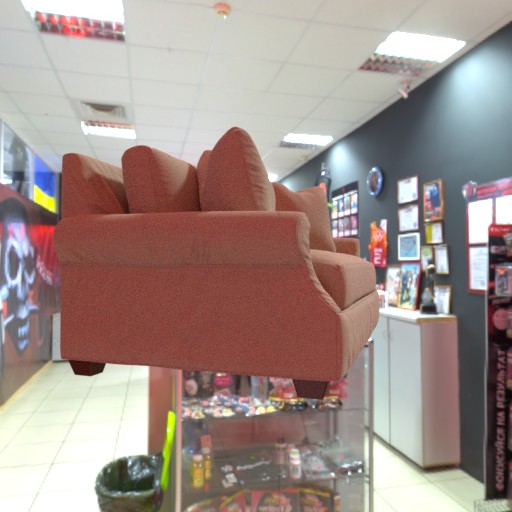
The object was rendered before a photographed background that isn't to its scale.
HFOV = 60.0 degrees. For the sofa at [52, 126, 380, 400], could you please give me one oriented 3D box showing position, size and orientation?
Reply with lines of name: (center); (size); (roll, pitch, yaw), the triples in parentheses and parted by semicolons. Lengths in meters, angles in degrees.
sofa: (0.000, 0.000, 2.135); (1.070, 0.905, 1.550); (0, -1, 20)
